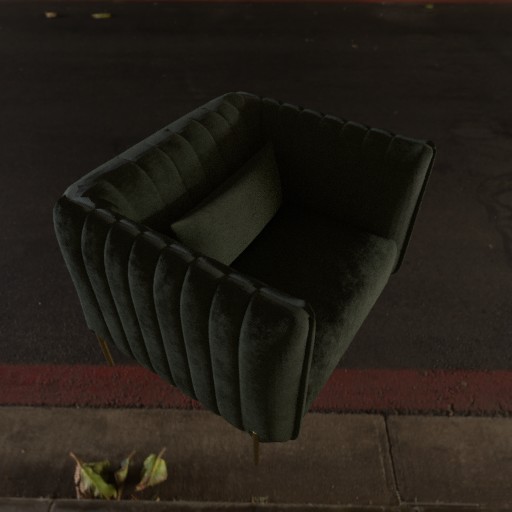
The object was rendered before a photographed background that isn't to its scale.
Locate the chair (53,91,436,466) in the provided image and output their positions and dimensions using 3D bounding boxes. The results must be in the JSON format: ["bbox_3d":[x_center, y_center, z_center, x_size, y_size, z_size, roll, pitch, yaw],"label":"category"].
[{"bbox_3d":[0.000,0.000,1.633,0.877,0.794,1.032,24,49,24],"label":"chair"}]
